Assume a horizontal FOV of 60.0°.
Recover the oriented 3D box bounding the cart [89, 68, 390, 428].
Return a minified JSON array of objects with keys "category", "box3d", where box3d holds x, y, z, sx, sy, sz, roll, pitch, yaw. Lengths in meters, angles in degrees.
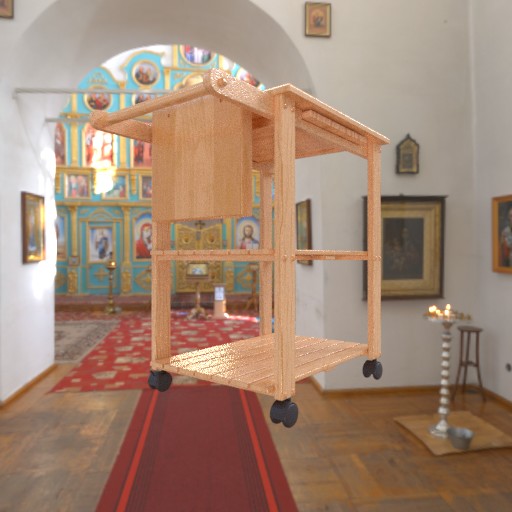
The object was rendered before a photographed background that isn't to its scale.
[{"category":"cart","box3d":[0.000,0.000,1.344,0.520,0.816,0.843,0,0,38]}]
